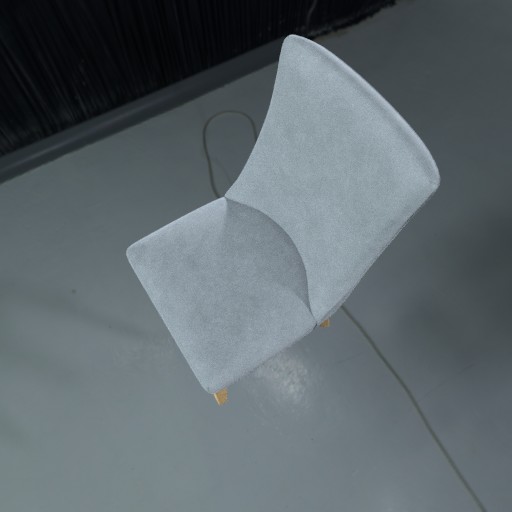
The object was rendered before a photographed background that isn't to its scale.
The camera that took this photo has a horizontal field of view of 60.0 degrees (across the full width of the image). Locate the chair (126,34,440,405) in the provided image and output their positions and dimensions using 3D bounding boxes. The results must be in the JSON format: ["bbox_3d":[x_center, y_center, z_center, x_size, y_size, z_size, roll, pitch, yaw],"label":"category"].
[{"bbox_3d":[0.000,0.000,1.233,0.610,0.902,0.495,-31,69,-13],"label":"chair"}]
